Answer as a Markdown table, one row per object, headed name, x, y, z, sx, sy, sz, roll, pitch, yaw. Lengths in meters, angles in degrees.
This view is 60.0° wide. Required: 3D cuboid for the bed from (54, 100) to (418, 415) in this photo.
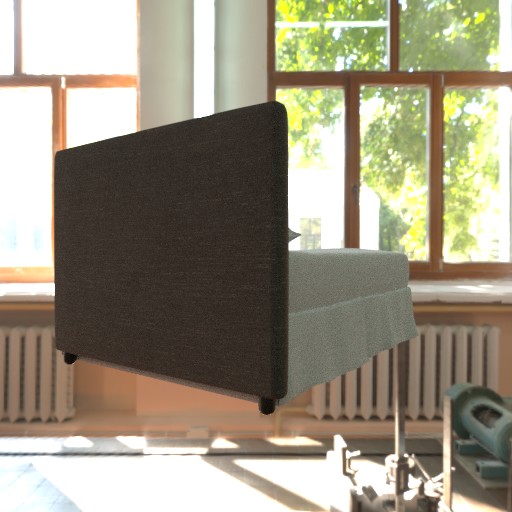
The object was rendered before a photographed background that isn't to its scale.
| name | x | y | z | sx | sy | sz | roll | pitch | yaw |
| --- | --- | --- | --- | --- | --- | --- | --- | --- | --- |
| bed | 0.000 | 0.000 | 3.152 | 1.723 | 1.330 | 2.142 | 0 | 1 | 35 |
